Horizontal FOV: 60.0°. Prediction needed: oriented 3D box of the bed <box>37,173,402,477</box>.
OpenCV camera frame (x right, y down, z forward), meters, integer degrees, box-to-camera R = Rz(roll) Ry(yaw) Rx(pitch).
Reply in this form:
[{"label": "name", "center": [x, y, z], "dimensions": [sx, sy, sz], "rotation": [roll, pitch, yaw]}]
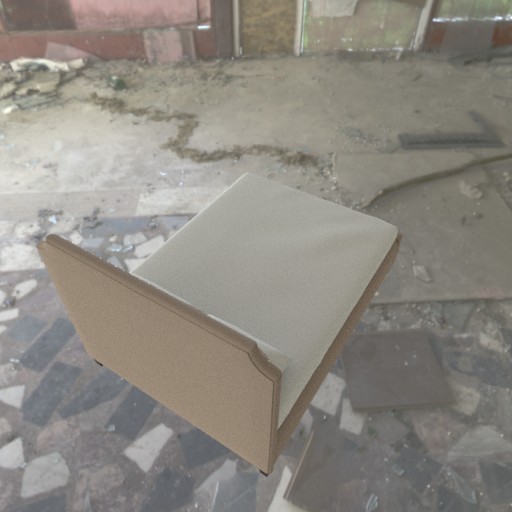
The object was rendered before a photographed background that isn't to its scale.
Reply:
[{"label": "bed", "center": [0.000, 0.000, 3.467], "dimensions": [1.713, 1.443, 2.372], "rotation": [24, 49, 23]}]
